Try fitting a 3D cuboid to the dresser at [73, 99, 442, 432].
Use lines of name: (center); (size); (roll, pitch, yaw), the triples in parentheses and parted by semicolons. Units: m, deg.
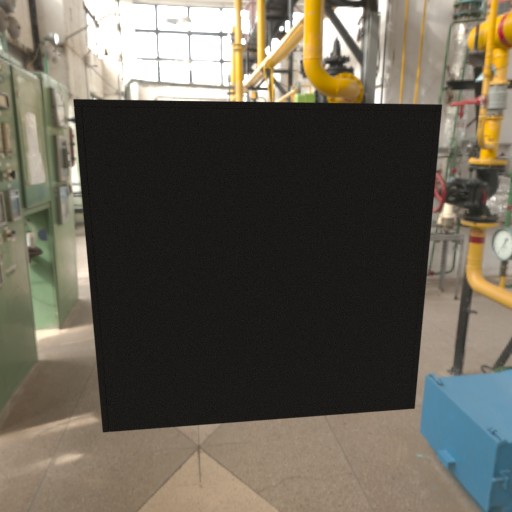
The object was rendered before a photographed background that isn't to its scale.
dresser: (0.000, 0.000, 1.147); (0.750, 0.720, 0.360); (-2, 13, -7)
